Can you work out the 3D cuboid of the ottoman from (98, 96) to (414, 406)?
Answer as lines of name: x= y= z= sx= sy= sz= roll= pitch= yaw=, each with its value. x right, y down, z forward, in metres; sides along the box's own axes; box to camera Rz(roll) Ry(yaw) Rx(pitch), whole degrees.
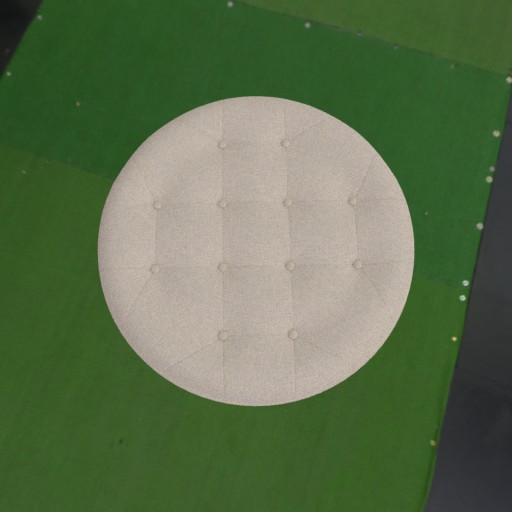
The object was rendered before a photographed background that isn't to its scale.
ottoman: x=0.000 y=0.000 z=1.359 sx=0.848 sy=0.494 sz=0.848 roll=0 pitch=76 yaw=0
